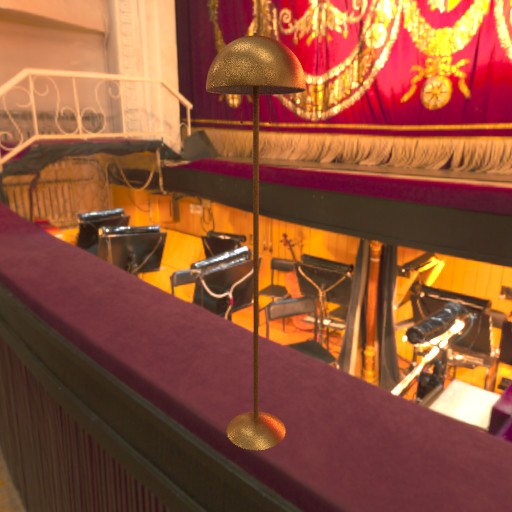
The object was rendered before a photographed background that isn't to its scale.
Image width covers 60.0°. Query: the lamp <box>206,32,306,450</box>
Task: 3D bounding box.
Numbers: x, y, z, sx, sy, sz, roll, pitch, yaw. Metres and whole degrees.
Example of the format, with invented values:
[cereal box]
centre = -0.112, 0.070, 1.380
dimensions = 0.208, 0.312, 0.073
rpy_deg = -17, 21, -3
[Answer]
[lamp]
centre = 0.000, 0.000, 1.616
dimensions = 0.328, 1.480, 0.328
rpy_deg = 14, 21, 41
